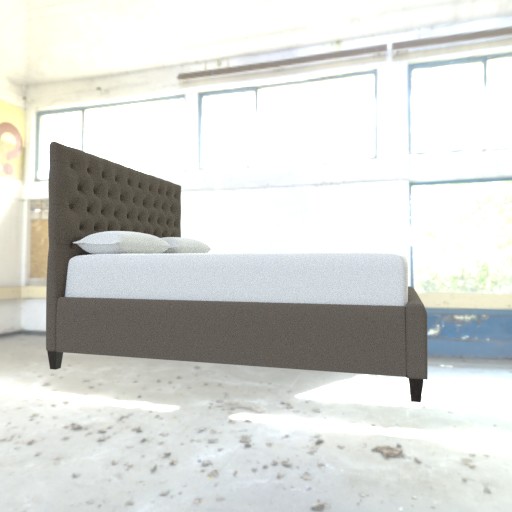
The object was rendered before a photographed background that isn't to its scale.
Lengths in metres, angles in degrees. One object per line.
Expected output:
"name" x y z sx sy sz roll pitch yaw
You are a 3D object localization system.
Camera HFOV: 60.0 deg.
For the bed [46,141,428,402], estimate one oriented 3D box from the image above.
"bed" 0.000 0.000 3.220 2.233 1.426 1.696 0 -1 18
